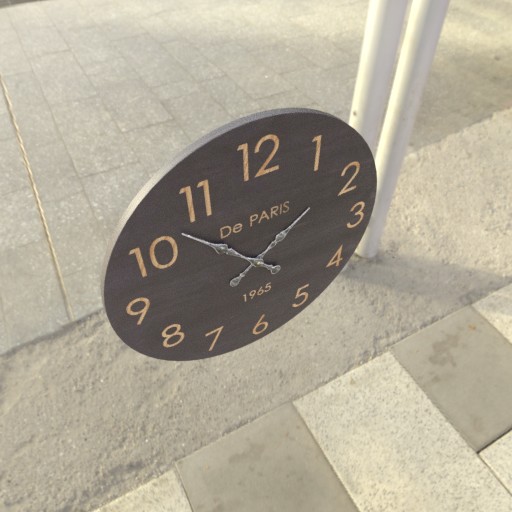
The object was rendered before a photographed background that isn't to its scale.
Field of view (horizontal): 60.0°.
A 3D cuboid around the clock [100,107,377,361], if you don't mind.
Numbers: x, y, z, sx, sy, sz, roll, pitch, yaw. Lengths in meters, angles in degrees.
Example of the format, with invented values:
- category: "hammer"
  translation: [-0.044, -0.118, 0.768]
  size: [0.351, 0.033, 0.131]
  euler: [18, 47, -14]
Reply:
- category: "clock"
  translation: [0.000, 0.000, 0.873]
  size: [0.595, 0.595, 0.029]
  euler: [-23, 51, -20]
